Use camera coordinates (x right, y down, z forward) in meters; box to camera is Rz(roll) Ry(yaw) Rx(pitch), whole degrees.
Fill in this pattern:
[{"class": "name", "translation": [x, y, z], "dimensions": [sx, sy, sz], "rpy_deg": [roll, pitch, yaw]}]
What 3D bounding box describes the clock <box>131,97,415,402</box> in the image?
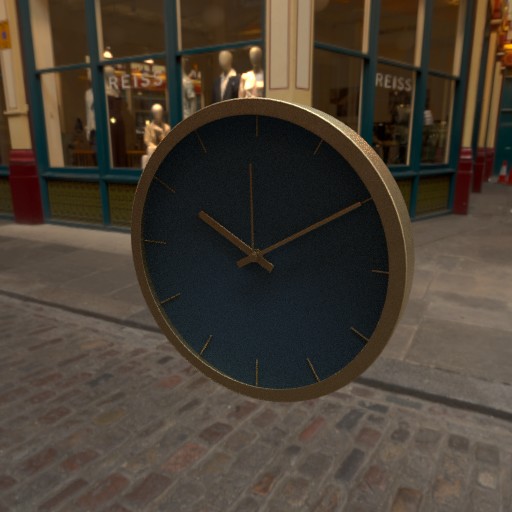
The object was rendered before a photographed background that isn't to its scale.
[{"class": "clock", "translation": [0.000, 0.000, 0.467], "dimensions": [0.314, 0.314, 0.040], "rpy_deg": [8, 16, 27]}]
